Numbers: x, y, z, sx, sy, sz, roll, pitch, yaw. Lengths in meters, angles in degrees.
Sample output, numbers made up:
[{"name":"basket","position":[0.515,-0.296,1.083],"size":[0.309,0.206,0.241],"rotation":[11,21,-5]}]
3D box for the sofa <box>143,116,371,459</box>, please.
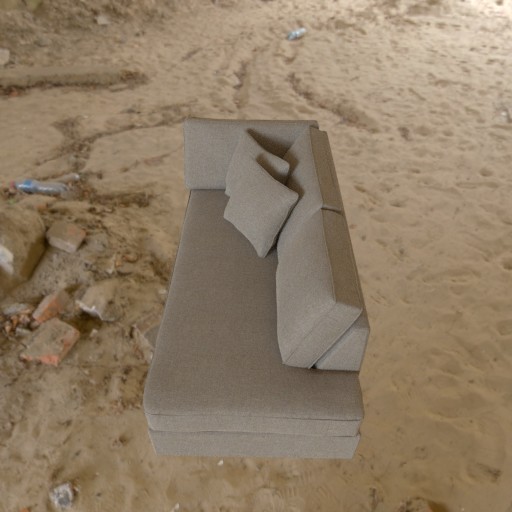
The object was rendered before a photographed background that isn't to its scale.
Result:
[{"name":"sofa","position":[0.000,0.000,2.853],"size":[1.110,1.019,2.238],"rotation":[1,43,1]}]
